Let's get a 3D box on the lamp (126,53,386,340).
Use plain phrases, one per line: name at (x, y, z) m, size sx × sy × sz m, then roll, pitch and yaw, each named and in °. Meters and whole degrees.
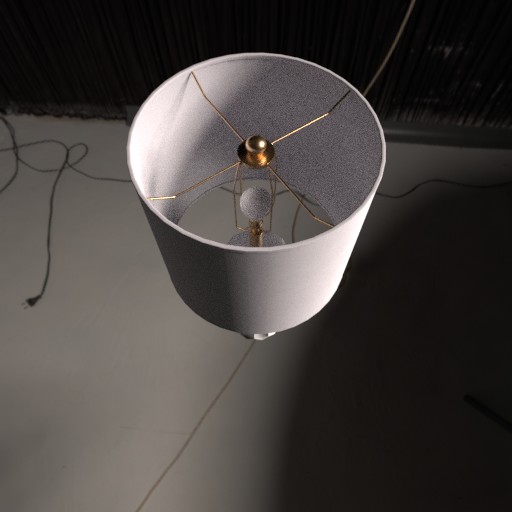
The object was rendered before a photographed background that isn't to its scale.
lamp at (0.000, 0.000, 0.712) m, size 0.277 × 0.537 × 0.277 m, roll 3°, pitch 62°, yaw 2°
